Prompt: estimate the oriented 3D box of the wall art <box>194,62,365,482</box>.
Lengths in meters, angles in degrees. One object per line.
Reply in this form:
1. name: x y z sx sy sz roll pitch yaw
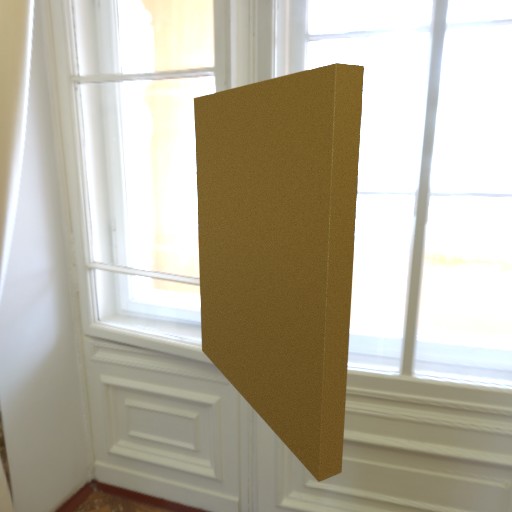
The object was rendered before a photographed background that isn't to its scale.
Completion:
1. wall art: 0.000 0.000 0.891 0.048 0.642 0.537 -7 16 -27
